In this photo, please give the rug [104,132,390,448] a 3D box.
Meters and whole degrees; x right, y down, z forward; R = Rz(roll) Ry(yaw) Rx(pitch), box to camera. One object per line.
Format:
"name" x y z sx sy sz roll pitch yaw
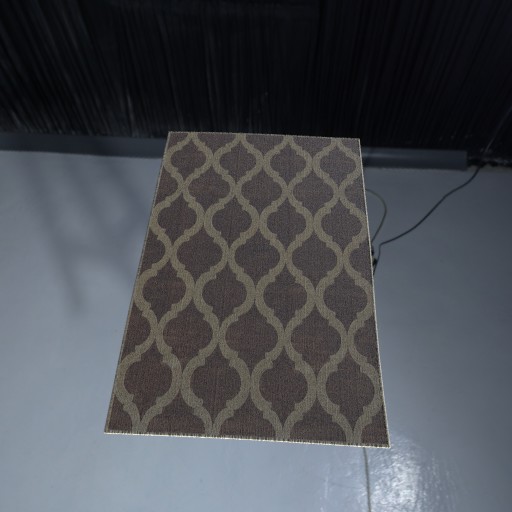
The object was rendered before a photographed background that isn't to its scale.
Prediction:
"rug" 0.000 0.000 2.928 1.522 0.008 2.284 2 58 1
